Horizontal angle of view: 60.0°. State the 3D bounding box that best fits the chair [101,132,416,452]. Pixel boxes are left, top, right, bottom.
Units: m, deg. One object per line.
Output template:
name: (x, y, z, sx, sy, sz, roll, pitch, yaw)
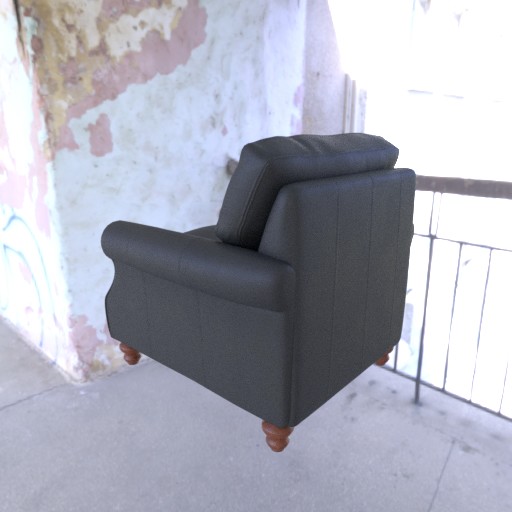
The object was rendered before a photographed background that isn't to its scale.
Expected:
chair: (0.000, 0.000, 1.789, 1.015, 0.960, 1.027, -15, 22, -41)
